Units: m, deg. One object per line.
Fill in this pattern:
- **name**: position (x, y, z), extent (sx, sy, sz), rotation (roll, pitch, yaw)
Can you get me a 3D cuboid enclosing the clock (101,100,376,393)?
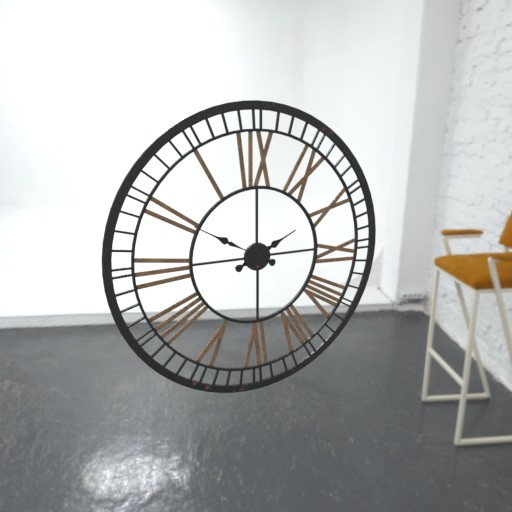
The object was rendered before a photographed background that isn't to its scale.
- **clock**: position (0.000, 0.000, 1.271), extent (0.843, 0.843, 0.025), rotation (-7, 16, -24)
